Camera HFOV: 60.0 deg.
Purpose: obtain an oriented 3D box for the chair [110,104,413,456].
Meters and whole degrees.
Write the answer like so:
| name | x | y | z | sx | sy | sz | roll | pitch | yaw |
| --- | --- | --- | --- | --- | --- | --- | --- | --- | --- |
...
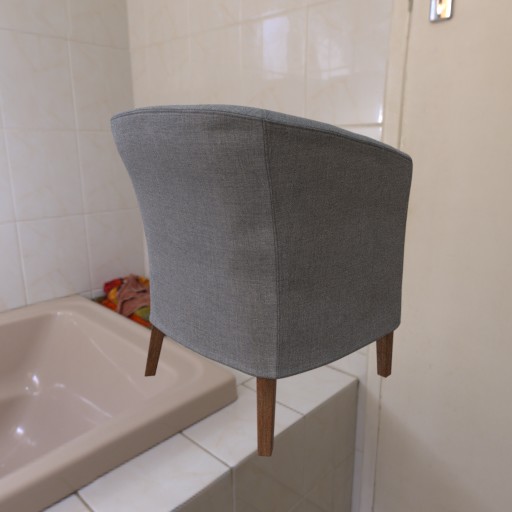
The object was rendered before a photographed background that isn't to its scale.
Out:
| name | x | y | z | sx | sy | sz | roll | pitch | yaw |
| --- | --- | --- | --- | --- | --- | --- | --- | --- | --- |
| chair | 0.000 | 0.000 | 1.252 | 0.668 | 0.771 | 0.600 | -14 | 20 | -43 |
